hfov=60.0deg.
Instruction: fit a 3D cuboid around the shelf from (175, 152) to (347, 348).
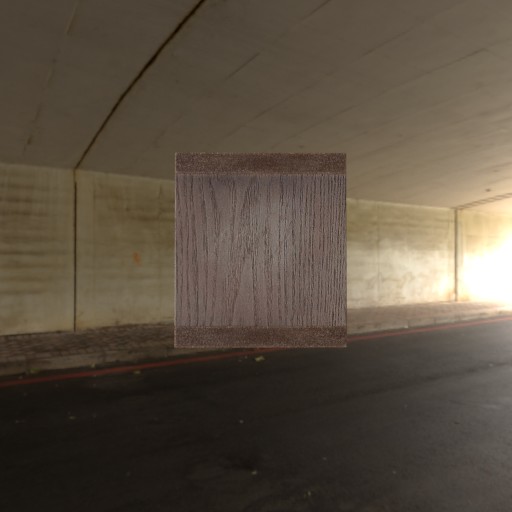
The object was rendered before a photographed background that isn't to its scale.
[{"bbox_3d":[0.000,0.000,0.691,0.150,0.170,0.610,0,-1,-1],"label":"shelf"}]
